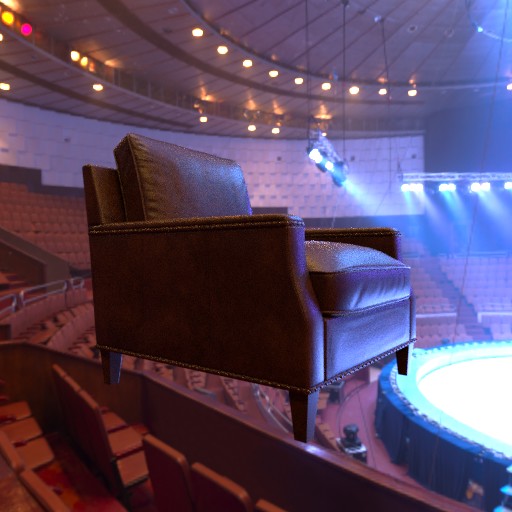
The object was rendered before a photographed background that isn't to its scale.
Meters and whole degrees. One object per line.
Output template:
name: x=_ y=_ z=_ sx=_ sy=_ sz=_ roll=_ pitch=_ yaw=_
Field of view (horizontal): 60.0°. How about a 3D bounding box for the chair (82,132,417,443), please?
chair: x=0.000 y=0.000 z=1.696 sx=1.014 sy=0.929 sz=0.853 roll=0 pitch=0 yaw=37
